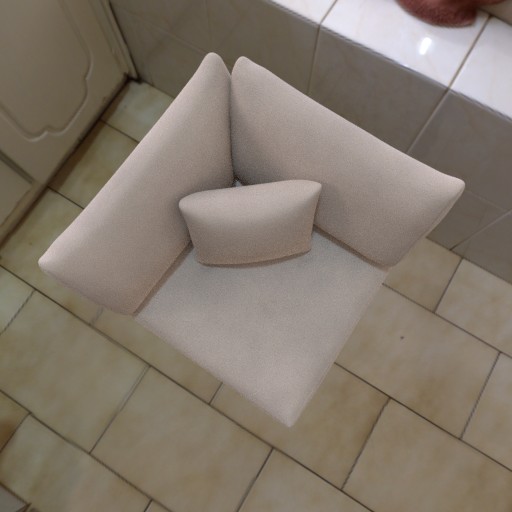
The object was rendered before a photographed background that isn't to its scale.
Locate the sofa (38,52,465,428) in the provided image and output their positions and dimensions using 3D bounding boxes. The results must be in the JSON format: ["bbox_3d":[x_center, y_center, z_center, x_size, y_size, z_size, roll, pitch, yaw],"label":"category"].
[{"bbox_3d":[0.000,0.000,1.760,1.000,0.820,1.000,33,78,8],"label":"sofa"}]
